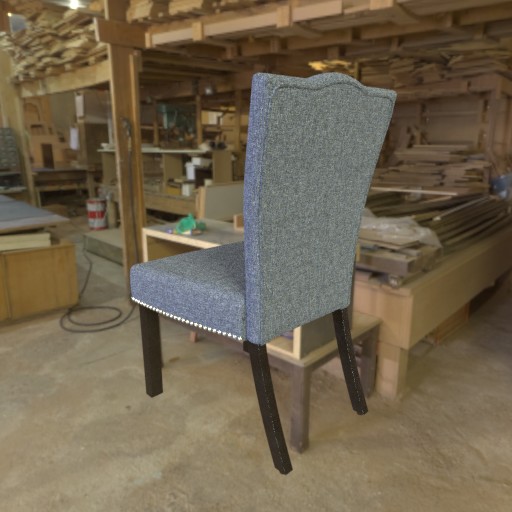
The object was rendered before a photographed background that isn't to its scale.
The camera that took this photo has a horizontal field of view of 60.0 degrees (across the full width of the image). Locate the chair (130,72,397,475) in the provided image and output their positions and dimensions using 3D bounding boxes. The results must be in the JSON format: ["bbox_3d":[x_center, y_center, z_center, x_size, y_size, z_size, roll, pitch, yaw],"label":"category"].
[{"bbox_3d":[0.000,0.000,1.289,0.518,0.946,0.589,-14,21,-42],"label":"chair"}]
